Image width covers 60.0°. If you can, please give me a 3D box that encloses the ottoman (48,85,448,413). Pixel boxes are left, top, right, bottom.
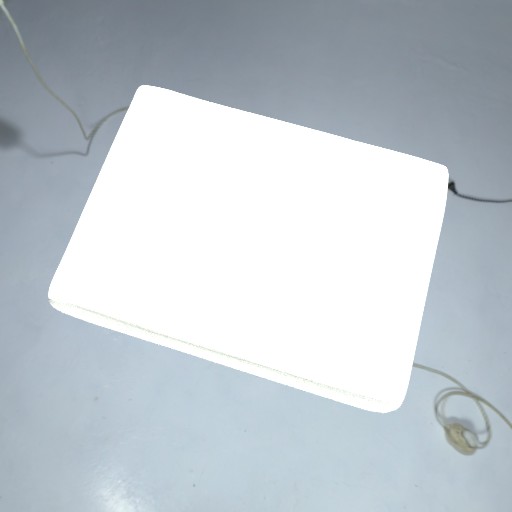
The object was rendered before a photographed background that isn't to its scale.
[{"bbox_3d":[0.000,0.000,1.143,0.773,0.499,0.569,17,75,4],"label":"ottoman"}]
